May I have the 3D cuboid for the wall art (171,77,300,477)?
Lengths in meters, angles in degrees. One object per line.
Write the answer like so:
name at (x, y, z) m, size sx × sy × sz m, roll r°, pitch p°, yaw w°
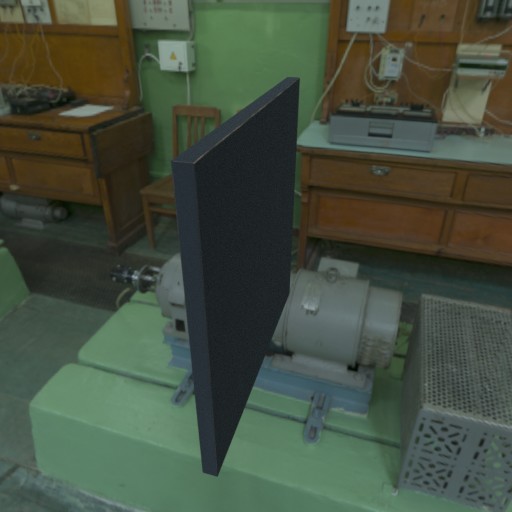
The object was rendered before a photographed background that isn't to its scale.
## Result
wall art at (0.000, 0.000, 1.159) m, size 0.038 × 0.762 × 0.762 m, roll 9°, pitch 32°, yaw 14°
